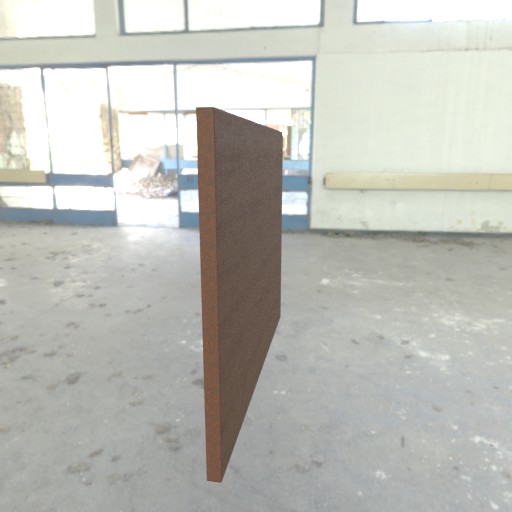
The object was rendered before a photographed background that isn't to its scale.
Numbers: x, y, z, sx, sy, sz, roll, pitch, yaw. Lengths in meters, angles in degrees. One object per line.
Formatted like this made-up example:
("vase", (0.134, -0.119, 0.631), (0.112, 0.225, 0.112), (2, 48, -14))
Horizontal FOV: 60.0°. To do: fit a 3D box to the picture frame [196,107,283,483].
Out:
("picture frame", (0.000, 0.000, 1.783), (0.045, 1.018, 1.329), (2, 13, 10))
